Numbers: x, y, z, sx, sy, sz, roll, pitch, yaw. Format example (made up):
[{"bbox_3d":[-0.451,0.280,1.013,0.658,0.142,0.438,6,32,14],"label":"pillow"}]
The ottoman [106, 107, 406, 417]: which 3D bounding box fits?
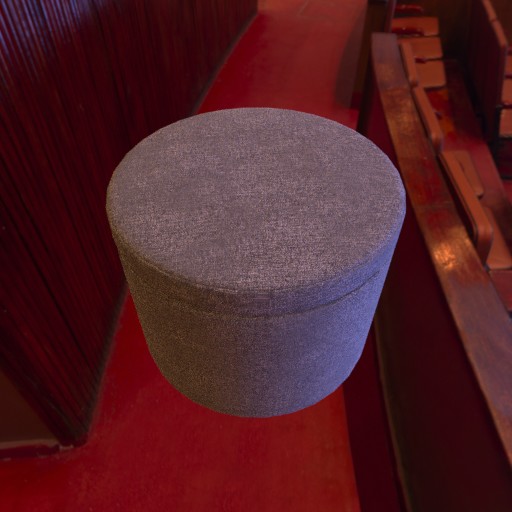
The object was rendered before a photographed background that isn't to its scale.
[{"bbox_3d":[0.000,0.000,0.885,0.500,0.419,0.500,0,46,0],"label":"ottoman"}]
